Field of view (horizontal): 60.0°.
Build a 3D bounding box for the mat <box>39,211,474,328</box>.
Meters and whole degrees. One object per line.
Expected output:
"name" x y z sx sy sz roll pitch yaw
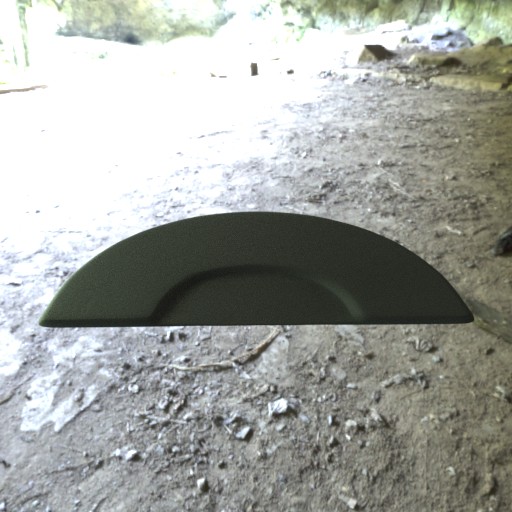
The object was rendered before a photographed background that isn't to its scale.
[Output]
"mat" 0.000 0.000 1.908 1.525 0.022 0.917 0 31 -1
